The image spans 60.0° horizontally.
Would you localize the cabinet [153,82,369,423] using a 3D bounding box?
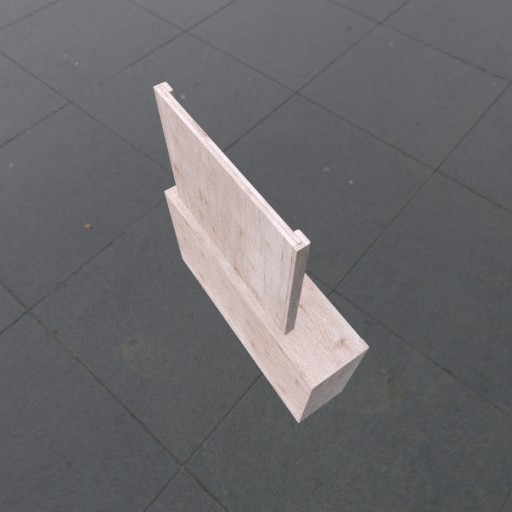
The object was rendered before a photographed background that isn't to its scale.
[{"bbox_3d":[0.000,0.000,2.805,0.420,1.981,1.700,-30,63,-17],"label":"cabinet"}]
